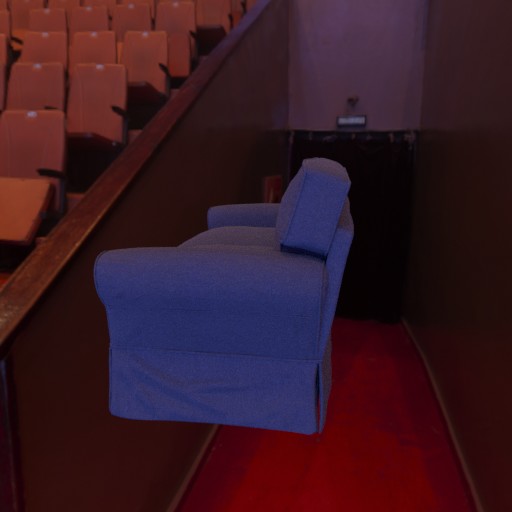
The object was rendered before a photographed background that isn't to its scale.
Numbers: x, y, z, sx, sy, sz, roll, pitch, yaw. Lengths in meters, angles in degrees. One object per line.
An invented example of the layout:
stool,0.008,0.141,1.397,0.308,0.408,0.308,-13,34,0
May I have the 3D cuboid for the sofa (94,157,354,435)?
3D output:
sofa,0.000,0.000,2.452,0.997,1.059,1.801,2,13,10
